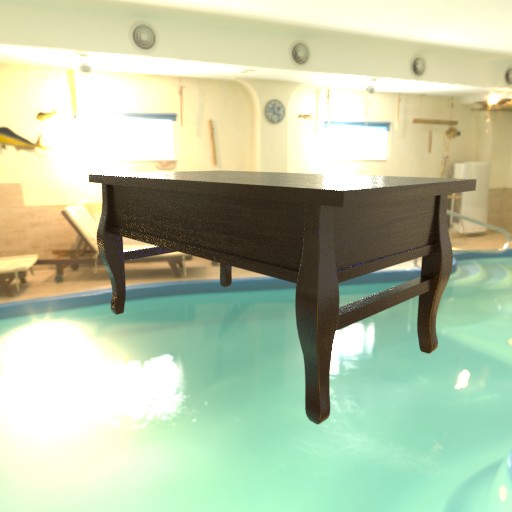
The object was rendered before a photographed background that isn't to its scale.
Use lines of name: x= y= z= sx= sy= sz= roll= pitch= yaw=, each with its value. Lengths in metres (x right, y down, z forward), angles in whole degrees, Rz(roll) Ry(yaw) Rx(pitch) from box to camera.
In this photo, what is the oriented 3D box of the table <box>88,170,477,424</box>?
table: x=0.000 y=0.000 z=1.392 sx=0.600 sy=0.494 sz=1.062 roll=-12 pitch=17 yaw=-42
